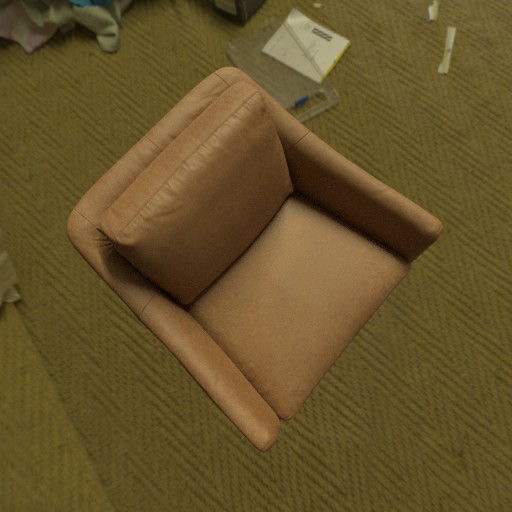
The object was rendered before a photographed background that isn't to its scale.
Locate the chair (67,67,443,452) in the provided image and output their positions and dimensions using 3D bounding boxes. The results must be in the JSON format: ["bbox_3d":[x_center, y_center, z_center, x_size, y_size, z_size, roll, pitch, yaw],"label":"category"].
[{"bbox_3d":[0.000,0.000,1.671,0.963,0.895,0.988,40,79,9],"label":"chair"}]
